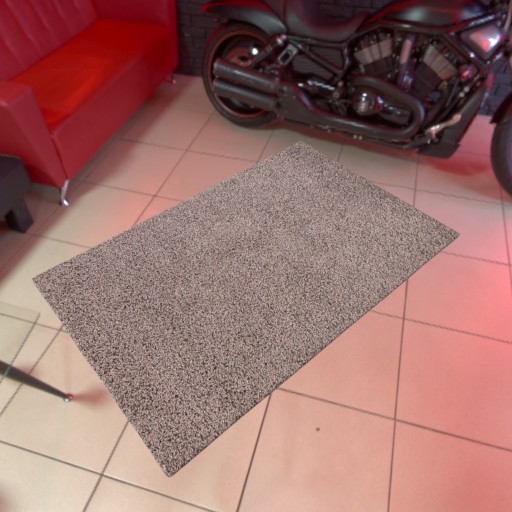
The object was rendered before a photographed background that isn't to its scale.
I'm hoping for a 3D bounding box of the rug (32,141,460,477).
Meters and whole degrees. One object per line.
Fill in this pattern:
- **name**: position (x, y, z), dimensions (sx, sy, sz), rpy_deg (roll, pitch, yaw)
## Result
- **rug**: position (0.000, 0.000, 3.345), dimensions (2.743, 0.030, 1.778), rpy_deg (-32, 55, -27)
